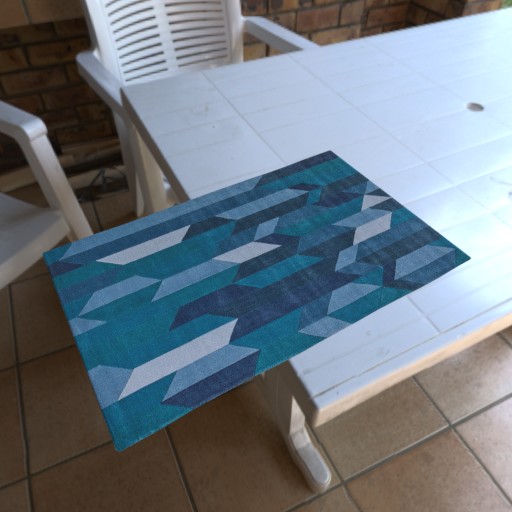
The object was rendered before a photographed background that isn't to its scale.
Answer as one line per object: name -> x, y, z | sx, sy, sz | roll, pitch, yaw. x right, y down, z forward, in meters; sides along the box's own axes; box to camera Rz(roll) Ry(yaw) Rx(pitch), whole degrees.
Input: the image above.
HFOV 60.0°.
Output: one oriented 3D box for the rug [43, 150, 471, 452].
rug -> 0.000, 0.000, 2.945 | 2.420, 0.005, 1.528 | -23, 50, -21
